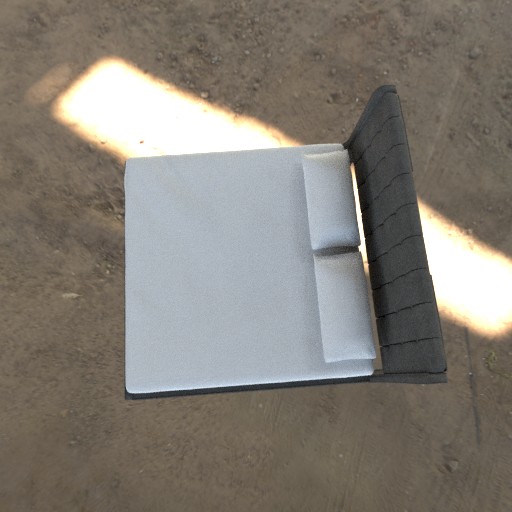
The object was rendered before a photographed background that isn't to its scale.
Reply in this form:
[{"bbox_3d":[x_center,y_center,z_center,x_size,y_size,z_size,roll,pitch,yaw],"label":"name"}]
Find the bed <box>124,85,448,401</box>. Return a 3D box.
[{"bbox_3d":[0.000,0.000,2.596,1.638,0.933,1.531,-4,75,-1],"label":"bed"}]
